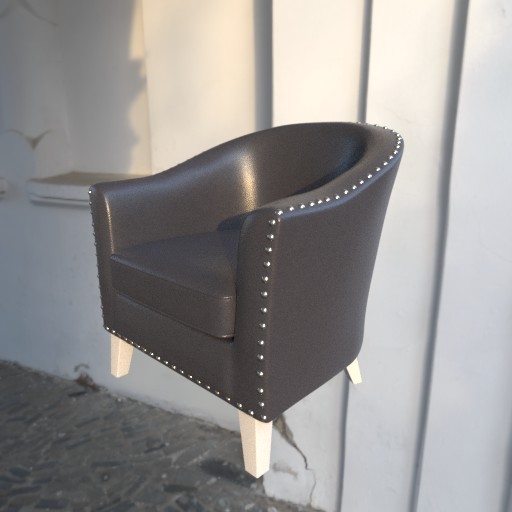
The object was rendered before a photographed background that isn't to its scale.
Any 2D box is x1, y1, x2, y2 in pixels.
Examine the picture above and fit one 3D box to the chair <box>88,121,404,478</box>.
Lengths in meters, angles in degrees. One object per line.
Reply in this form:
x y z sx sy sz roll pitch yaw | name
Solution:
0.000 0.000 1.385 0.794 0.823 0.748 14 20 43 | chair
